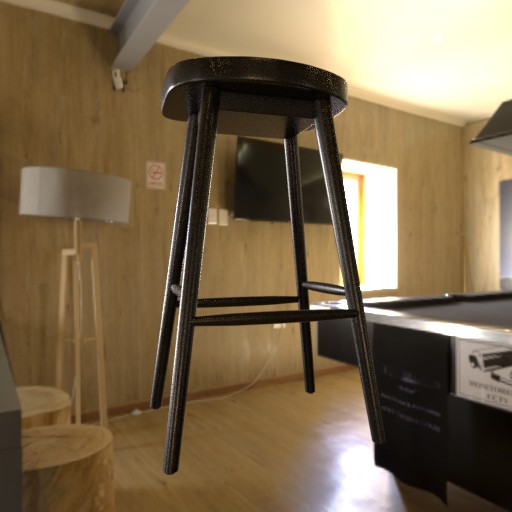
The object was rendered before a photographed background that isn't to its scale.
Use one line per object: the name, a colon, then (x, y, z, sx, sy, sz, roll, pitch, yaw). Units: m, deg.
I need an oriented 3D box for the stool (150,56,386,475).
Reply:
stool: (0.000, 0.000, 0.987, 0.440, 0.749, 0.361, 0, 0, -17)
